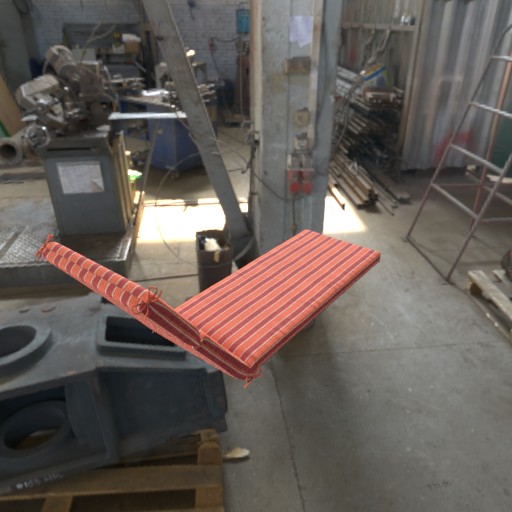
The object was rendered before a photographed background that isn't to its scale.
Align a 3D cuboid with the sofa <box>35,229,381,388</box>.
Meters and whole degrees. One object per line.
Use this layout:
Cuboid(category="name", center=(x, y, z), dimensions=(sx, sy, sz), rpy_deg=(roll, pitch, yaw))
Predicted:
Cuboid(category="sofa", center=(0.000, 0.000, 1.982), dimensions=(0.582, 0.622, 1.663), rpy_deg=(21, 35, 33))
